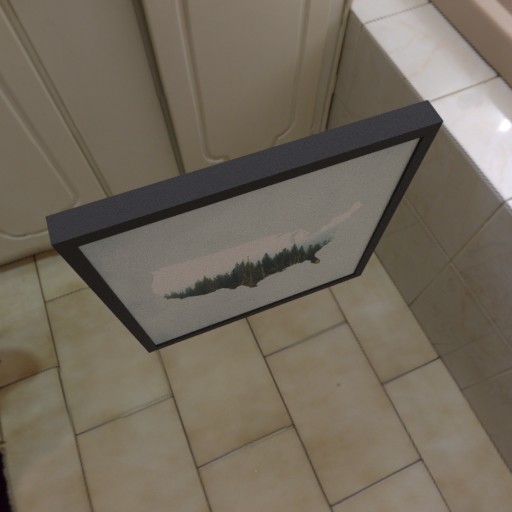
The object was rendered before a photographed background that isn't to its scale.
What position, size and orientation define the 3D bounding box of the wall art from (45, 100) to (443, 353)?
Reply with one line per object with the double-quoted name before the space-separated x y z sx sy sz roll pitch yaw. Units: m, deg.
"wall art" 0.000 0.000 0.775 0.509 0.509 0.040 -19 66 -9
